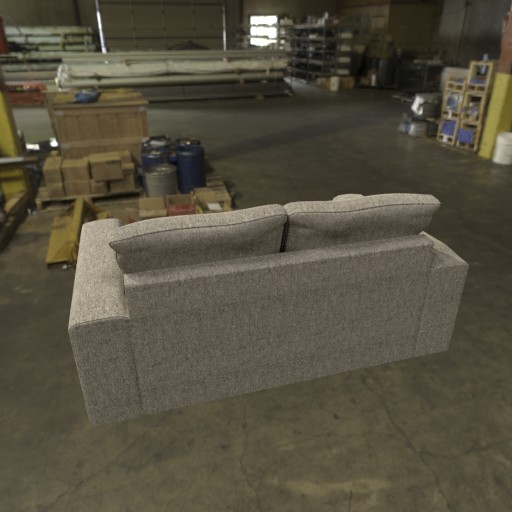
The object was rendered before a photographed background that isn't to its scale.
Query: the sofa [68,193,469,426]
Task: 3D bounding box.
[{"bbox_3d":[0.000,0.000,2.349,1.758,0.877,1.094,-8,28,-15],"label":"sofa"}]
